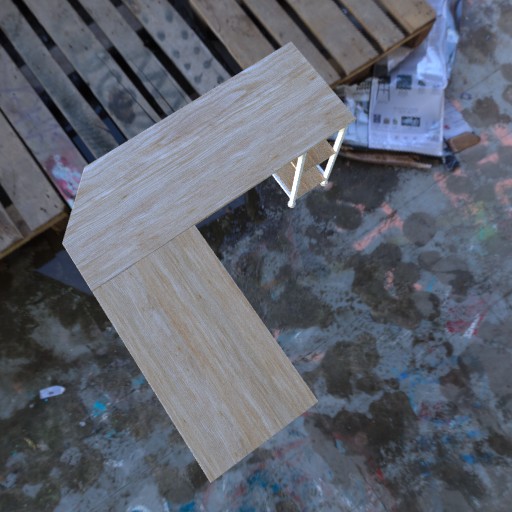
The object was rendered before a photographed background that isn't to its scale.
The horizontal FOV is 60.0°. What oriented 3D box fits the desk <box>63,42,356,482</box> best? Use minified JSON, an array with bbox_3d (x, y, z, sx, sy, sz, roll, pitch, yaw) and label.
[{"bbox_3d":[0.000,0.000,2.238,1.379,0.739,1.379,-34,79,-8],"label":"desk"}]
